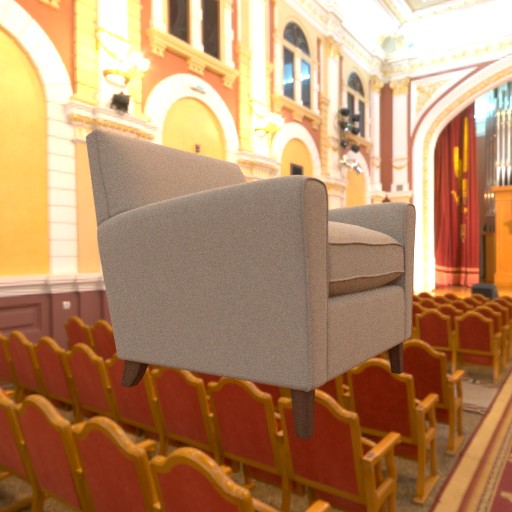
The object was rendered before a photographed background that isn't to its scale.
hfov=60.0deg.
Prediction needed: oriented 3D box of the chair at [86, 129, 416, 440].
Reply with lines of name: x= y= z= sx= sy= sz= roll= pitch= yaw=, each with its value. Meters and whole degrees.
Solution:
chair: x=0.000 y=0.000 z=1.554 sx=0.871 sy=0.846 sz=0.840 roll=1 pitch=1 yaw=36
